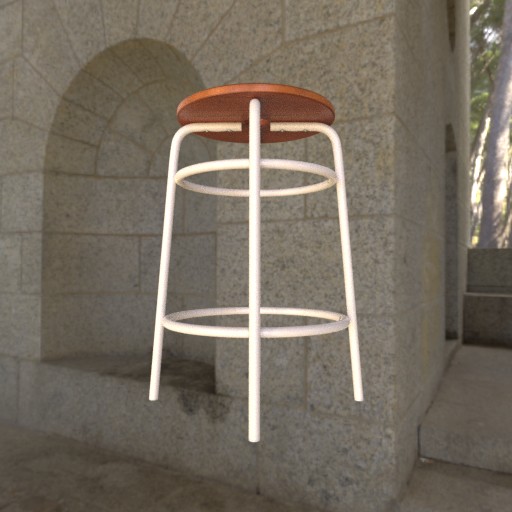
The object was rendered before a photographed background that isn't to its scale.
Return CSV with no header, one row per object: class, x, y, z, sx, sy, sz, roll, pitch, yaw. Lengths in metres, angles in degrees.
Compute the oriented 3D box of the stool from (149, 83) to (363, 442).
stool,0.000,0.000,0.948,0.455,0.610,0.455,0,-1,1
